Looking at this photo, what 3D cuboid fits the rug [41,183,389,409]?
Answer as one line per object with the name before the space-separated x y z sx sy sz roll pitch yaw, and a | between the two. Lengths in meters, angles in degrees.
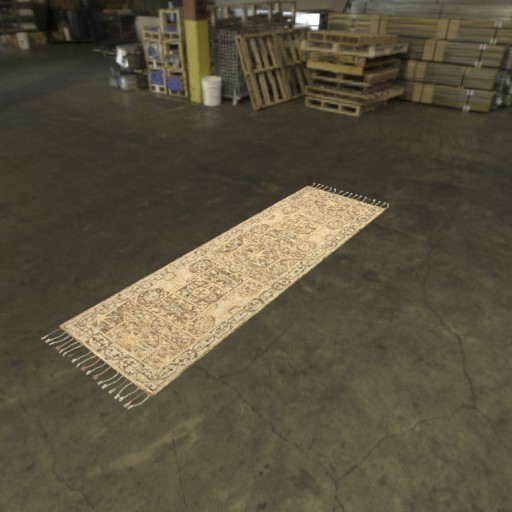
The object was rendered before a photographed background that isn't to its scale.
rug | 0.000 0.000 2.990 0.762 0.011 2.664 23 39 32
